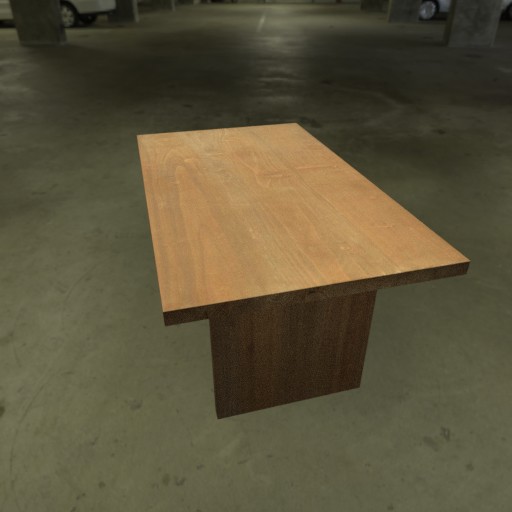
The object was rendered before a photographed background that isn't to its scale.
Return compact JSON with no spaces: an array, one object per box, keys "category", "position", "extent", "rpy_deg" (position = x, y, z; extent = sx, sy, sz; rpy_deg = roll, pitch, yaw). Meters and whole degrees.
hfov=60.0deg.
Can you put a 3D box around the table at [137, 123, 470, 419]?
[{"category":"table","position":[0.000,0.000,2.137],"extent":[0.946,0.780,1.609],"rpy_deg":[-8,33,-13]}]
